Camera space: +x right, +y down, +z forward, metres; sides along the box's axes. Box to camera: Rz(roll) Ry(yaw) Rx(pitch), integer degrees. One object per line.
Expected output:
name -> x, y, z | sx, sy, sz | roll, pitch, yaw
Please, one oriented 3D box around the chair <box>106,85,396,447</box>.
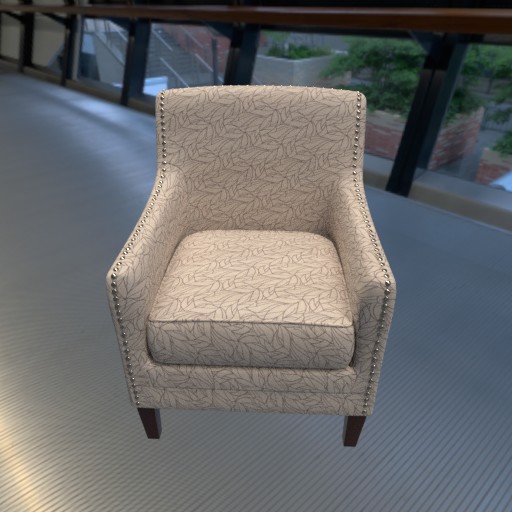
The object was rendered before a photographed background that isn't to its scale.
chair -> 0.000, 0.000, 1.258 | 0.623, 0.816, 0.651 | 1, 31, 2
